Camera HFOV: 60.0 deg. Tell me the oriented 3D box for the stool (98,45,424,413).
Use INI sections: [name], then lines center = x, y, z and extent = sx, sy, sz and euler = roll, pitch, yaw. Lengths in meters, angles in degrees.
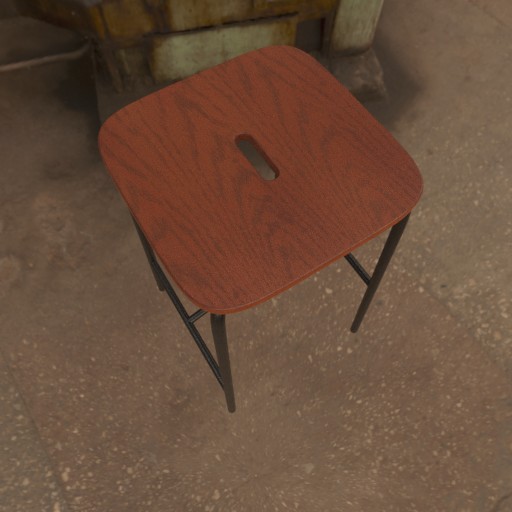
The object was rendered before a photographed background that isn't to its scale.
[stool]
center = 0.000, 0.000, 0.869
extent = 0.376, 0.610, 0.376
euler = -29, 67, -14
